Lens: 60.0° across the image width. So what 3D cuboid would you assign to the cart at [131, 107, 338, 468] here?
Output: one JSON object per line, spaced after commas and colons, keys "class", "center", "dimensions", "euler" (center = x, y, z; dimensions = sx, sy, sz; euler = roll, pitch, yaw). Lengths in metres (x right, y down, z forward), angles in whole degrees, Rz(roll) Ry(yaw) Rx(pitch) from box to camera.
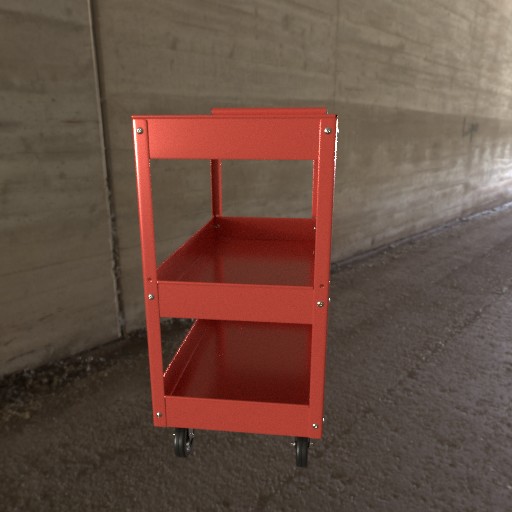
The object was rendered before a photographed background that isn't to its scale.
{"class": "cart", "center": [0.000, 0.000, 1.173], "dimensions": [0.366, 0.780, 0.719], "euler": [2, 16, 6]}
